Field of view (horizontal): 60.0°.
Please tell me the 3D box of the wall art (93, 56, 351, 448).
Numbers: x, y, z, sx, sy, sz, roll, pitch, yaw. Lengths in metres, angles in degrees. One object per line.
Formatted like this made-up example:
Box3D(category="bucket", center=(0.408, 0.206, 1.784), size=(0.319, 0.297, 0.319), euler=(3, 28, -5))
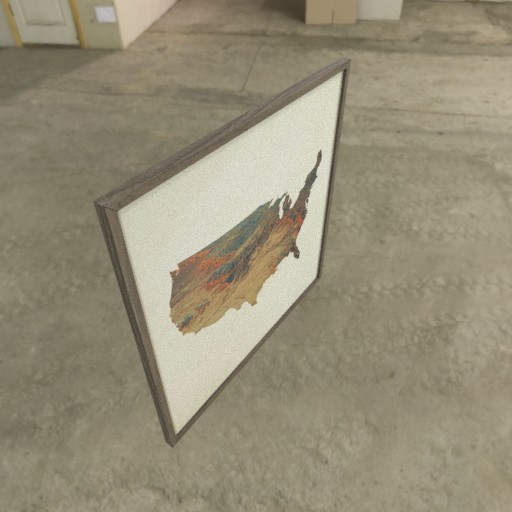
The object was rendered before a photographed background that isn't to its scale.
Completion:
Box3D(category="wall art", center=(0.000, 0.000, 0.744), size=(0.016, 0.507, 0.508), euler=(26, 48, 26))
